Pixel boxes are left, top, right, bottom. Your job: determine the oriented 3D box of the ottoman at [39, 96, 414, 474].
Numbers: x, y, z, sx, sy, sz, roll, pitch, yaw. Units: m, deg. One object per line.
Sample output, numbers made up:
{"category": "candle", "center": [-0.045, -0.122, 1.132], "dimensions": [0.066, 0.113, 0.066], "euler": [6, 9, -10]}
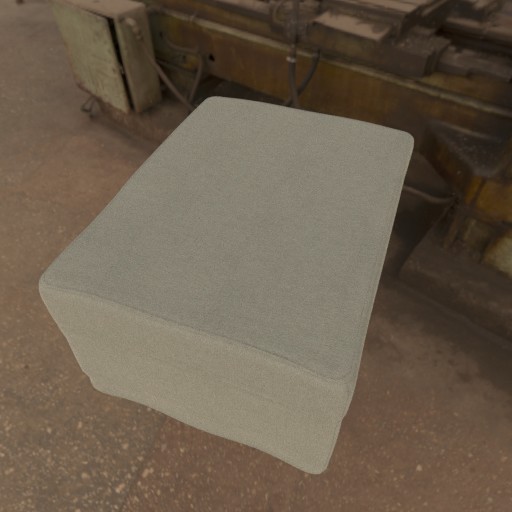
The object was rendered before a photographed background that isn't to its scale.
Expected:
{"category": "ottoman", "center": [0.000, 0.000, 1.201], "dimensions": [0.648, 0.461, 0.833], "euler": [15, 49, 14]}
